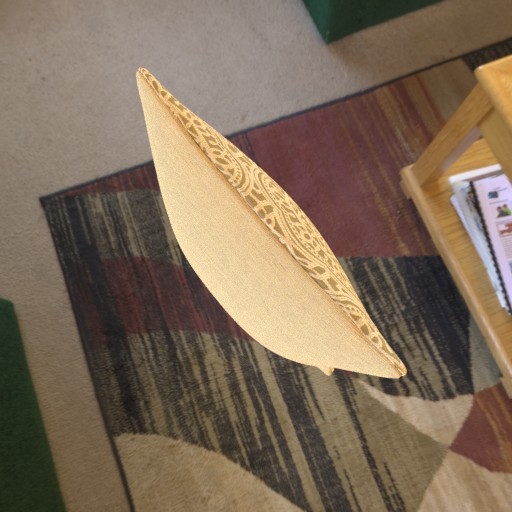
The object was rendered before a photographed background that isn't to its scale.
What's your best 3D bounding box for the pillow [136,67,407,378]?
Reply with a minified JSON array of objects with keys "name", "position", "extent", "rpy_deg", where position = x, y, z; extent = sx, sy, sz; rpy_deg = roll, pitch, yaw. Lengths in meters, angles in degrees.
[{"name":"pillow","position":[0.000,0.000,0.655],"extent":[0.167,0.421,0.438],"rpy_deg":[-38,79,-9]}]
